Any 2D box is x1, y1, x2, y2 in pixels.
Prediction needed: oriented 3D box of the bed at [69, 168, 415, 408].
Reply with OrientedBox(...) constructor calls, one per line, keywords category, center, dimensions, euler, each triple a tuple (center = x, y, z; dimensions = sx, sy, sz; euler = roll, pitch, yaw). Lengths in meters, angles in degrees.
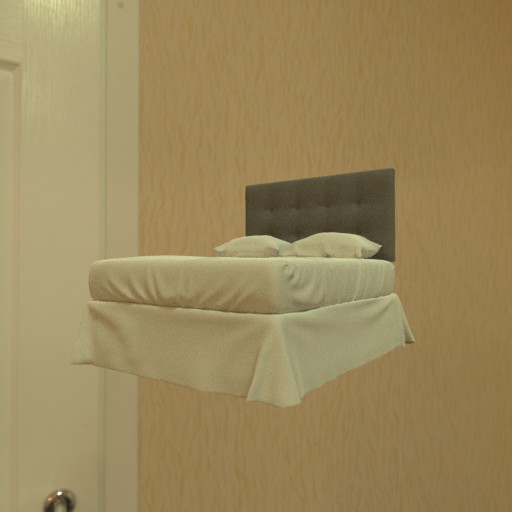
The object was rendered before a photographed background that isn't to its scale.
OrientedBox(category="bed", center=(0.000, 0.000, 3.585), dimensions=(1.936, 1.577, 2.222), euler=(-1, -1, 35))
